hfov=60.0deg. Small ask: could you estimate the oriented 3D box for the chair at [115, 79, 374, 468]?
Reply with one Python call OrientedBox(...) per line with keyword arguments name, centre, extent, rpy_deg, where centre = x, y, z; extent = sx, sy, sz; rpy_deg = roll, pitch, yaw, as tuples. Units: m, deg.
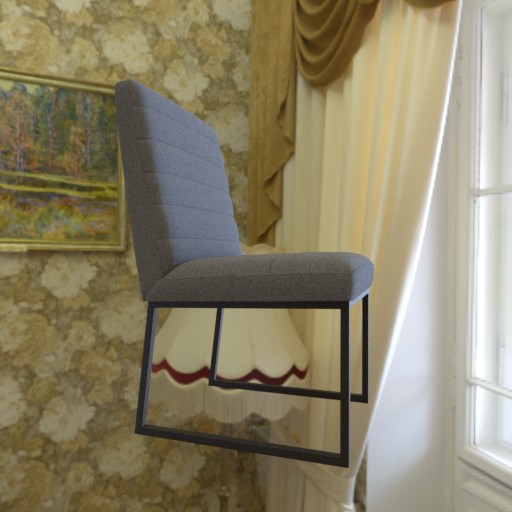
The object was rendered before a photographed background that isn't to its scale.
OrientedBox(name="chair", centre=(0.000, 0.000, 1.289), extent=(0.634, 0.930, 0.520), rpy_deg=(0, 1, 20))
